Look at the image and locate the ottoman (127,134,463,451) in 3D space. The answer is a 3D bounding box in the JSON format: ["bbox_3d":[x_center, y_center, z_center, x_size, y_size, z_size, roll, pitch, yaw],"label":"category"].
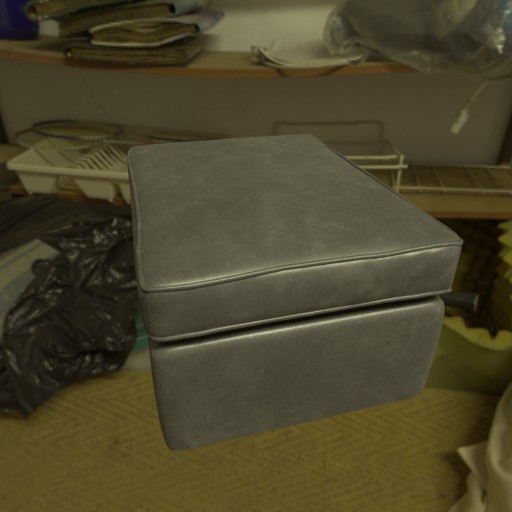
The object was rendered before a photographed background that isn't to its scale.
[{"bbox_3d":[0.000,0.000,1.086,0.554,0.445,0.756,-8,31,-13],"label":"ottoman"}]
